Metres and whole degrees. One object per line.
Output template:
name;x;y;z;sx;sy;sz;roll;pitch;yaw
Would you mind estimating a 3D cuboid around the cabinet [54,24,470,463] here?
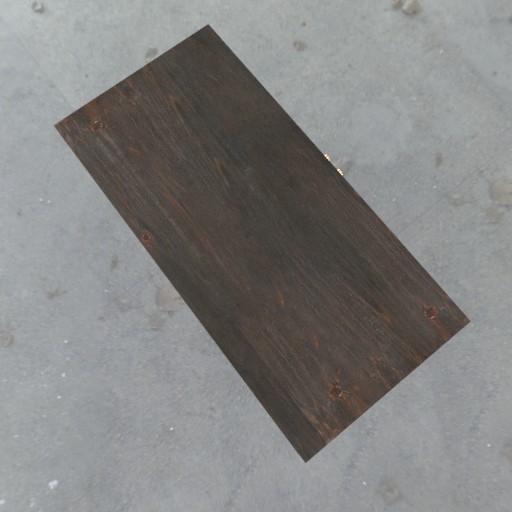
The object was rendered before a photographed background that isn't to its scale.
cabinet;0.000;0.000;1.523;0.529;0.897;1.023;-37;80;-8
